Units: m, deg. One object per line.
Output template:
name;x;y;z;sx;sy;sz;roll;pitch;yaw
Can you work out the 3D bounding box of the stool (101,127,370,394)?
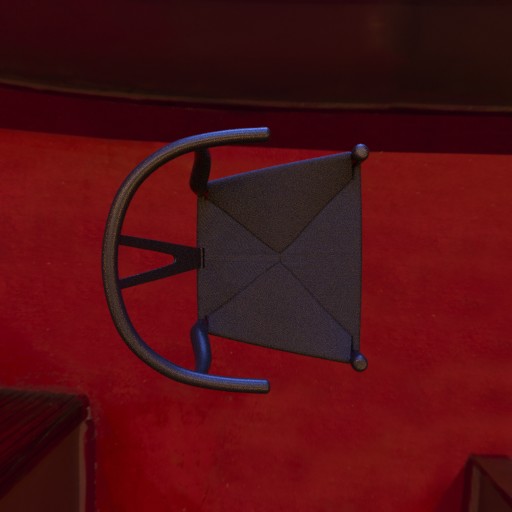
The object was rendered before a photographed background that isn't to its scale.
stool;0.000;0.000;1.388;0.579;1.072;0.569;0;91;2
